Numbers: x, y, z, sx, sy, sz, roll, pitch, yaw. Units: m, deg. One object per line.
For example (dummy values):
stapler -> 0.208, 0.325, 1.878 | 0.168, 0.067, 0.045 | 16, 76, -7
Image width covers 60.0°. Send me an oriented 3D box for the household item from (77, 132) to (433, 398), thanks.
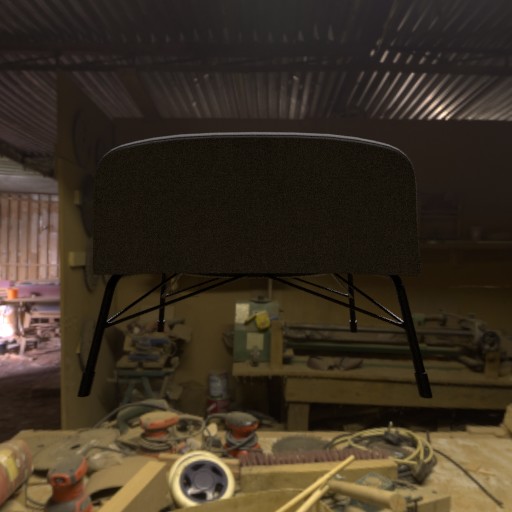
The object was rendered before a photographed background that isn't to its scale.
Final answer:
household item -> 0.000, 0.000, 0.915 | 0.530, 0.410, 0.530 | 0, 1, 1
